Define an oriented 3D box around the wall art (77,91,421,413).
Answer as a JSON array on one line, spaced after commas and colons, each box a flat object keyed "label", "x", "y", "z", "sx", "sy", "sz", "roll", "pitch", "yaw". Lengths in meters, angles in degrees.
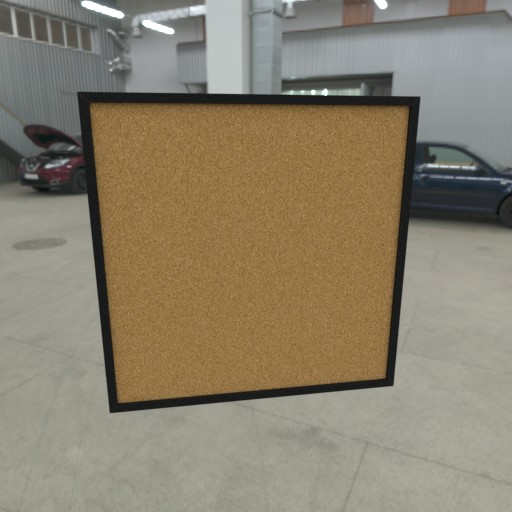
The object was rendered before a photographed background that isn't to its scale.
[{"label": "wall art", "x": 0.000, "y": 0.000, "z": 0.448, "sx": 0.305, "sy": 0.305, "sz": 0.037, "roll": -3, "pitch": 16, "yaw": -9}]
